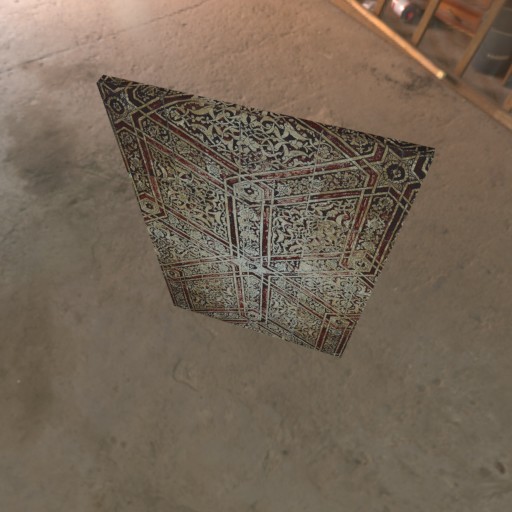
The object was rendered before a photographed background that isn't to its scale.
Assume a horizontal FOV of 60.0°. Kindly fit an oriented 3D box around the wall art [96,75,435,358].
[{"bbox_3d":[0.000,0.000,1.137,0.599,0.904,0.030,16,59,10],"label":"wall art"}]
